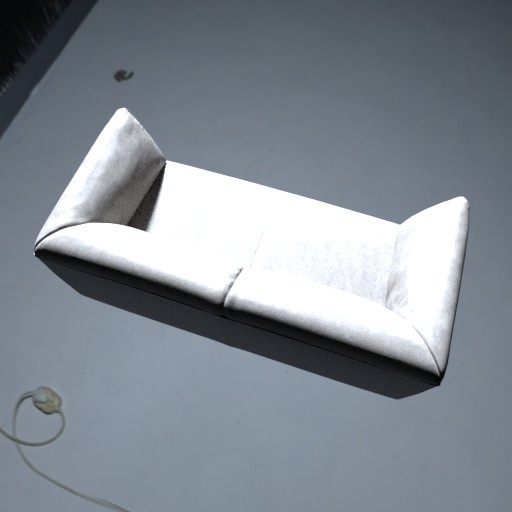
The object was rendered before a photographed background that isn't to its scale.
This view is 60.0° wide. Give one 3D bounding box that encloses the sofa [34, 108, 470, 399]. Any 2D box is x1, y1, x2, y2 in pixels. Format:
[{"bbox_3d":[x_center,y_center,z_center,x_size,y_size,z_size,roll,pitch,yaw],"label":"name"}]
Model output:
[{"bbox_3d":[0.000,0.000,2.321,1.878,0.747,0.905,17,65,8],"label":"sofa"}]
